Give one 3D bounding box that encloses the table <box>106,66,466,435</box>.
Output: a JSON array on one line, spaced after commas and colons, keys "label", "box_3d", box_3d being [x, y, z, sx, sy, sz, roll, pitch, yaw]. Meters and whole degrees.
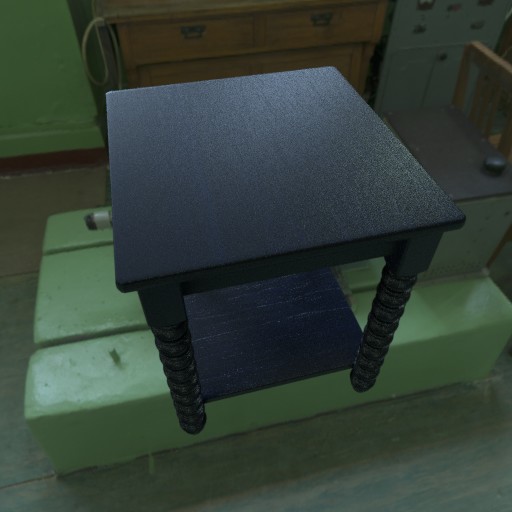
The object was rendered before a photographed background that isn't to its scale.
[{"label": "table", "box_3d": [0.000, 0.000, 0.978, 0.500, 0.567, 0.533, -11, 47, -10]}]
